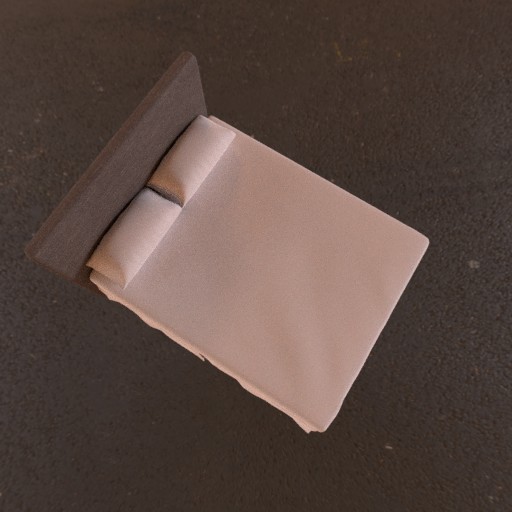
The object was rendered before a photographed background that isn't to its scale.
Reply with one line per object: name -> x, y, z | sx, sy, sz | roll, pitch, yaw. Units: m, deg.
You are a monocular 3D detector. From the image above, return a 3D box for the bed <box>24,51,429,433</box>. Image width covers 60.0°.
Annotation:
bed -> 0.000, 0.000, 3.196 | 2.142, 1.330, 1.723 | 31, 77, 8
